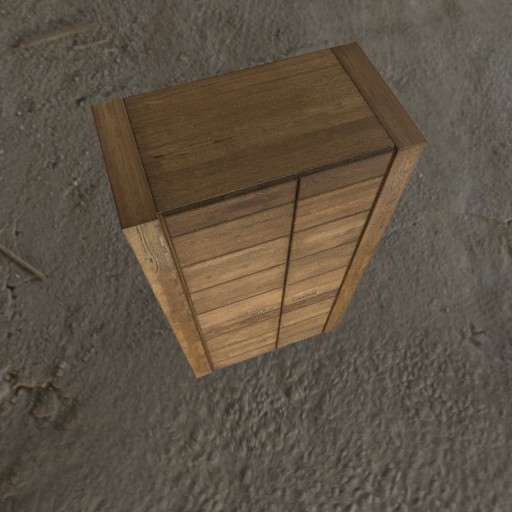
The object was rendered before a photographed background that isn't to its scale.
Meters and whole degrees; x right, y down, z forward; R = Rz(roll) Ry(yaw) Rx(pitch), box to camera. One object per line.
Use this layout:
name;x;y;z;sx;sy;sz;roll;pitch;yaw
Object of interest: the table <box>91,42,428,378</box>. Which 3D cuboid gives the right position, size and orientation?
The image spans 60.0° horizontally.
table;0.000;0.000;2.489;1.100;2.000;0.600;-17;63;-9
